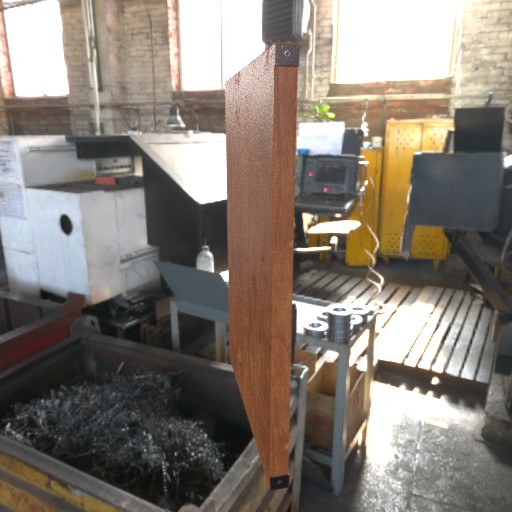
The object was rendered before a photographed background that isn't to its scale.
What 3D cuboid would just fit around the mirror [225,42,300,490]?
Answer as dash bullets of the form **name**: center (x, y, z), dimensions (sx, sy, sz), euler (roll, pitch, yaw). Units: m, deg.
- **mirror**: center (0.000, 0.000, 0.965), dimensions (0.053, 0.761, 0.517), euler (-3, 16, -11)
